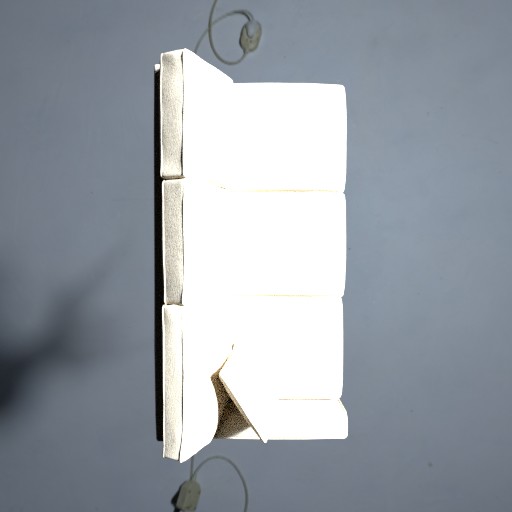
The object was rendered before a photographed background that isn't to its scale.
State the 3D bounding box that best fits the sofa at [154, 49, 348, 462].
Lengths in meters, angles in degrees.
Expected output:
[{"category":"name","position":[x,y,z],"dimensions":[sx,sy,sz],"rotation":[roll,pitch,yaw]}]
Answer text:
[{"category":"sofa","position":[0.000,0.000,2.520],"dimensions":[1.034,0.946,1.962],"rotation":[0,91,0]}]
